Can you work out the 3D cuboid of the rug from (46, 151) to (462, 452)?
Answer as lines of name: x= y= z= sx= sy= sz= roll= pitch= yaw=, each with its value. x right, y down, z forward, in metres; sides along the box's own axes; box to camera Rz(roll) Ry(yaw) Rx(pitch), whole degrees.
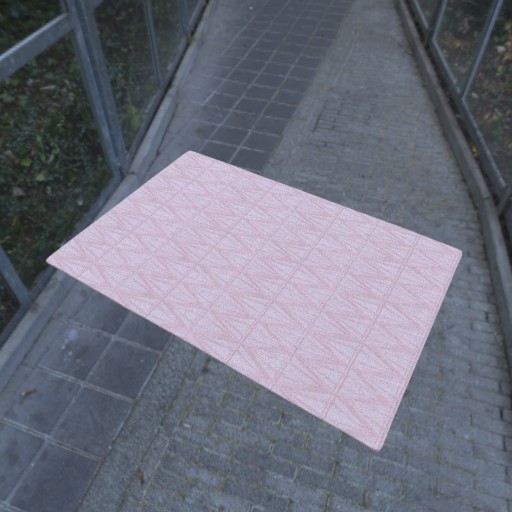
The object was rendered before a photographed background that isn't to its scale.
rug: x=0.000 y=0.000 z=3.031 sx=2.390 sy=0.015 sz=1.609 roll=24 pitch=51 yaw=22
